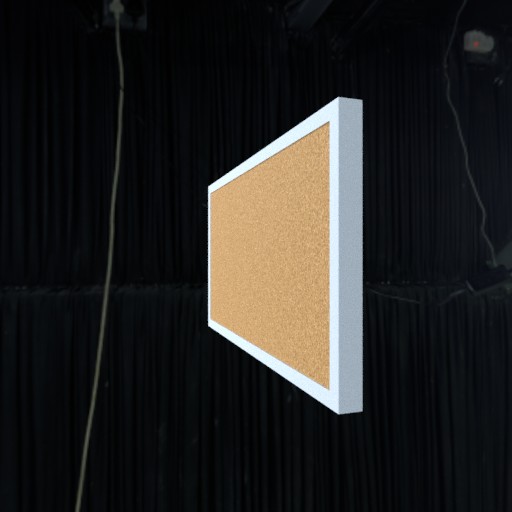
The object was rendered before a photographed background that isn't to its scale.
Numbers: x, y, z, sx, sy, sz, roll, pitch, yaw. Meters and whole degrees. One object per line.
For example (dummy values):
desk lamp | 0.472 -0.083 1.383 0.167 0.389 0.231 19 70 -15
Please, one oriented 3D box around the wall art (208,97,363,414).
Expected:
wall art | 0.000 0.000 0.992 0.038 0.431 0.812 0 0 -19
